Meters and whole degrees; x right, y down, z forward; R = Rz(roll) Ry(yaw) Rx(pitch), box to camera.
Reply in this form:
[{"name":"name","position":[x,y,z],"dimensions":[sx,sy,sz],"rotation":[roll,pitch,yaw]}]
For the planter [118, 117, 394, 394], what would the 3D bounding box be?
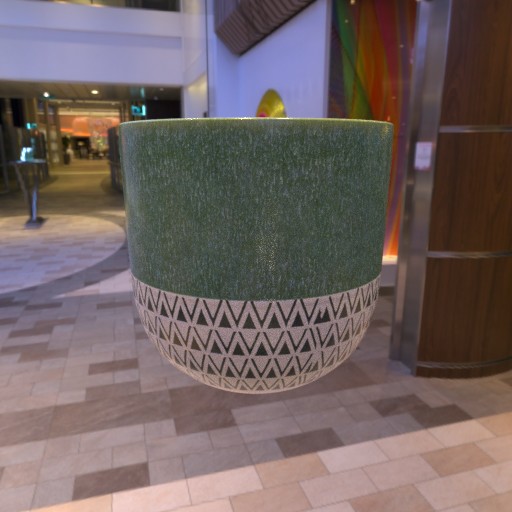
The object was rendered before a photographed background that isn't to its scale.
[{"name":"planter","position":[0.000,0.000,0.478],"dimensions":[0.266,0.270,0.266],"rotation":[0,14,0]}]
